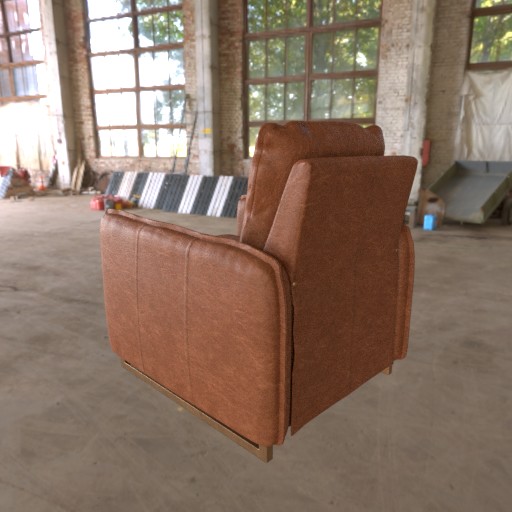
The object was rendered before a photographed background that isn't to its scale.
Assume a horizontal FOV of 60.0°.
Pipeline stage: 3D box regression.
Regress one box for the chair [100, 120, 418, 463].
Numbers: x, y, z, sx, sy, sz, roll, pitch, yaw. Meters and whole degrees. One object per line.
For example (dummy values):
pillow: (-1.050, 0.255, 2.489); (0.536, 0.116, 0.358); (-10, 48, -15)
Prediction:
chair: (0.000, 0.000, 1.625); (0.922, 0.922, 0.830); (13, 19, 43)
